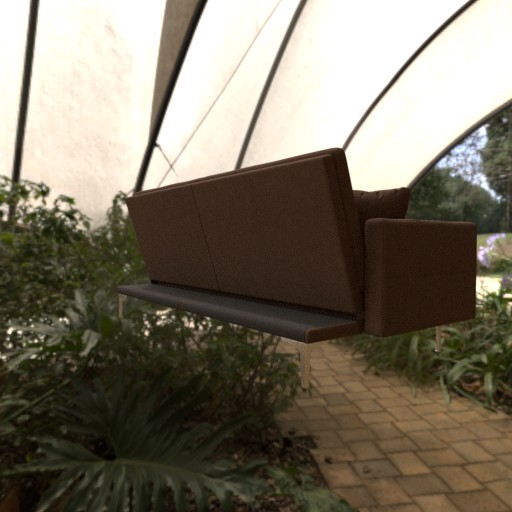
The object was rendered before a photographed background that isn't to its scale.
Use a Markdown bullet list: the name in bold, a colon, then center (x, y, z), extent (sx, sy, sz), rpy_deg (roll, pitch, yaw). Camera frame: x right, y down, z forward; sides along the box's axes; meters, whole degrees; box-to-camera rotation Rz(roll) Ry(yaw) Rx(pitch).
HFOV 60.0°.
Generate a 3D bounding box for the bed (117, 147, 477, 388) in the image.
- **bed**: center (0.000, 0.000, 2.336), extent (0.889, 0.787, 1.905), rpy_deg (-1, 2, -37)
